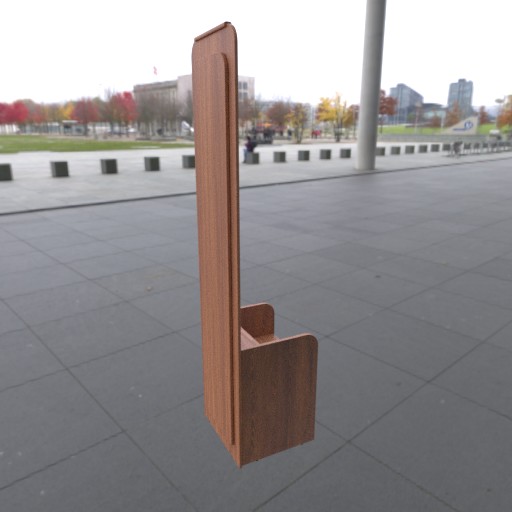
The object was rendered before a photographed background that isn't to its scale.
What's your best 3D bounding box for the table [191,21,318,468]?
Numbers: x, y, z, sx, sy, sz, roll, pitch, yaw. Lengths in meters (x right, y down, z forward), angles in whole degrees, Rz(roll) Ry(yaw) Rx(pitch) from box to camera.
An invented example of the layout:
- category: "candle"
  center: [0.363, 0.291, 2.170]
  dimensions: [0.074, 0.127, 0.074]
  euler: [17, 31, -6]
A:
- category: "table"
  center: [0.000, 0.000, 2.013]
  dimensions: [0.420, 1.830, 0.450]
  euler: [-8, 18, -26]
